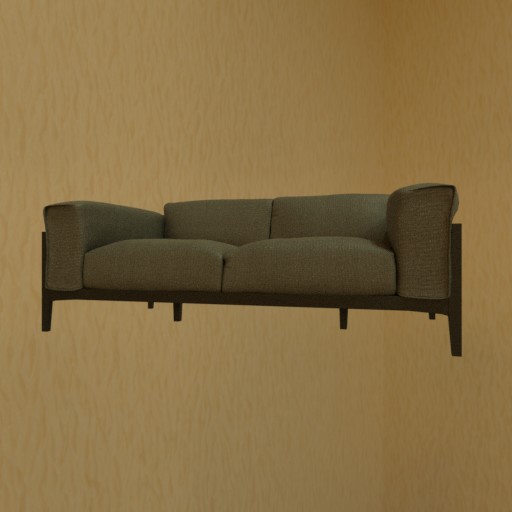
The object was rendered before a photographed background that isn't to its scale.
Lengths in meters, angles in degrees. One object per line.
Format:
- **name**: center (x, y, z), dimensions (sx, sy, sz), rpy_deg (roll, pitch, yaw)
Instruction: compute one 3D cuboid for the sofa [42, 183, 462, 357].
- **sofa**: center (0.000, 0.000, 2.124), dimensions (1.690, 0.656, 0.960), rpy_deg (0, 0, 17)
